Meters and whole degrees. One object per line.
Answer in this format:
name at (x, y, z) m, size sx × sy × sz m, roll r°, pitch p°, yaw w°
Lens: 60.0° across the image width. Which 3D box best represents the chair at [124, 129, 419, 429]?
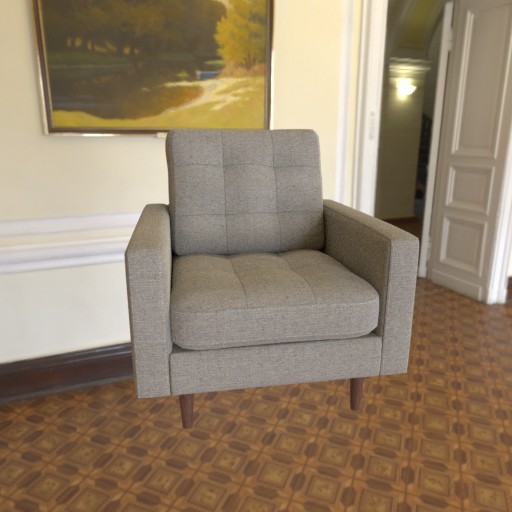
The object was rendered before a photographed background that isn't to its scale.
chair at (0.000, 0.000, 1.587) m, size 0.821 × 0.880 × 0.843 m, roll -3°, pitch 16°, yaw -10°
